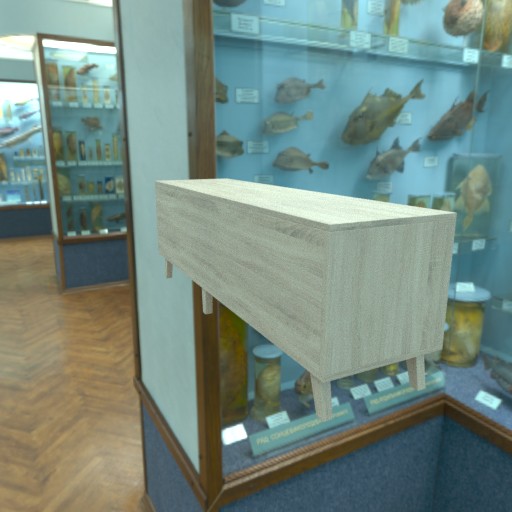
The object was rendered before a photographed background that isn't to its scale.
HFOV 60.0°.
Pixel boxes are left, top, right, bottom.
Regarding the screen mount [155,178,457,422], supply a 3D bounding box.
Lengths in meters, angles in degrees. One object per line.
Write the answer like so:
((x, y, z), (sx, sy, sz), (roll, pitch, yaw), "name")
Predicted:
((0.000, 0.000, 1.763), (0.400, 0.510, 1.500), (-7, 15, -26), "screen mount")
